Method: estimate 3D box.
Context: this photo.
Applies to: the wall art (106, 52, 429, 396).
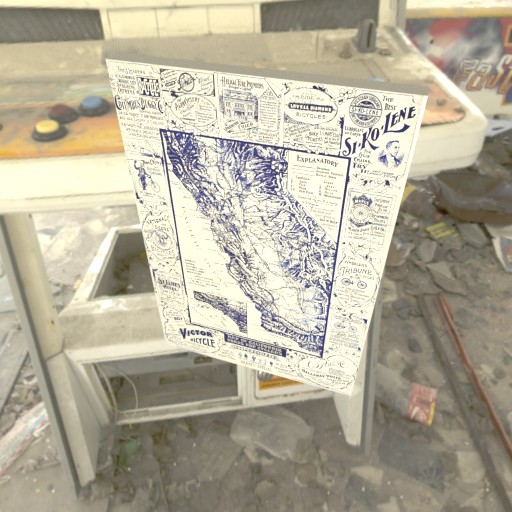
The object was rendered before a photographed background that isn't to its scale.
[{"bbox_3d":[0.000,0.000,0.930,0.511,0.753,0.039,12,42,14],"label":"wall art"}]
